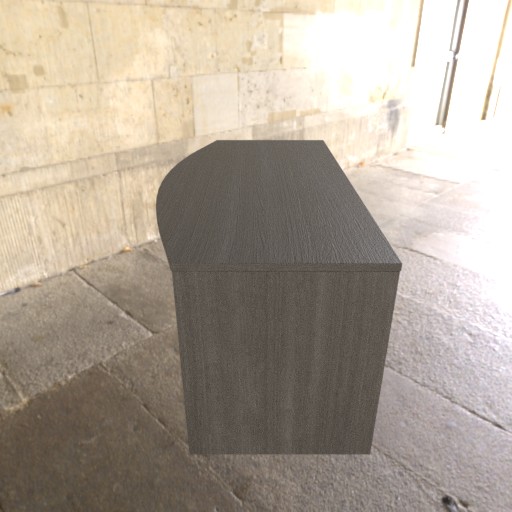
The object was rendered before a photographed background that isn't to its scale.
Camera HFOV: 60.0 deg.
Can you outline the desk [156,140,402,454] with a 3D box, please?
[{"bbox_3d":[0.000,0.000,2.094,0.802,0.750,1.600,0,26,0],"label":"desk"}]
